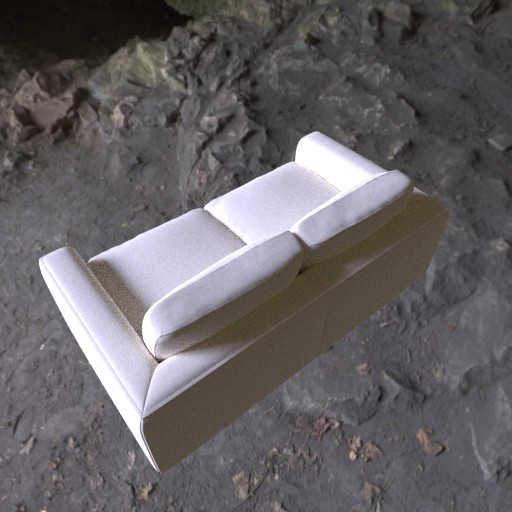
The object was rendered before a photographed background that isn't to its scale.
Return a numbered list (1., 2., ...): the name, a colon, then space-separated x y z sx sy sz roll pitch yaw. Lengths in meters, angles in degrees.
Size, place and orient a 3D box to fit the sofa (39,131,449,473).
1. sofa: 0.000 0.000 2.379 1.920 0.801 1.069 -30 53 -26
